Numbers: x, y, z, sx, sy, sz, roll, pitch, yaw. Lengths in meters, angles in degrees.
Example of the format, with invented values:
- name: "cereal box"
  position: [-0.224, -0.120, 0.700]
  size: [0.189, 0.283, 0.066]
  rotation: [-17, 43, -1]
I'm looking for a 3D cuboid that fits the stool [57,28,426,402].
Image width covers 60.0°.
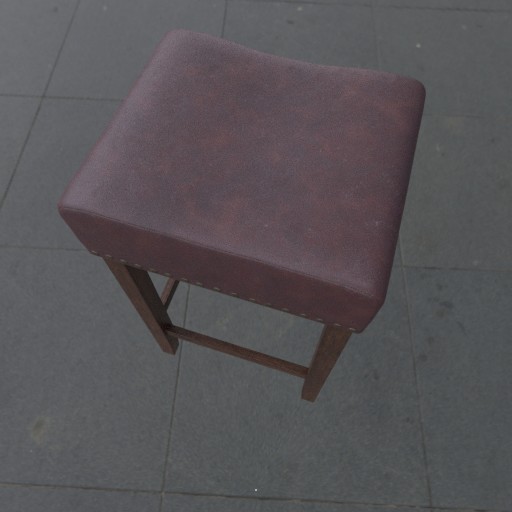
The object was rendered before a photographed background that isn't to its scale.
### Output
- name: "stool"
  position: [0.000, 0.000, 0.985]
  size: [0.465, 0.769, 0.401]
  rotation: [16, 63, 8]
